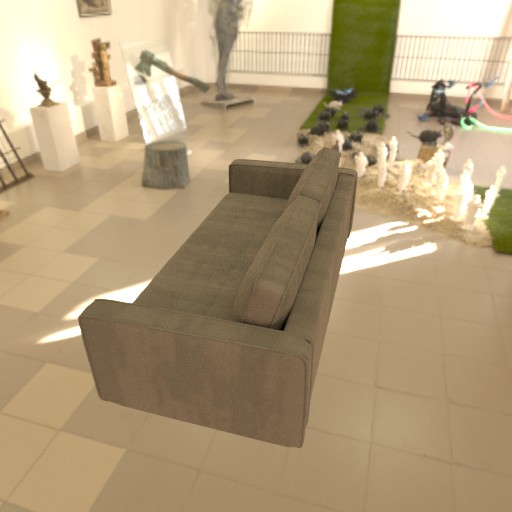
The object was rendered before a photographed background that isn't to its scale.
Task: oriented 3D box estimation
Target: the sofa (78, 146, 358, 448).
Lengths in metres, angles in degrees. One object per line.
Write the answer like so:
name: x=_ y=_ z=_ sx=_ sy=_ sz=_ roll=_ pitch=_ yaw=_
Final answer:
sofa: x=0.000 y=0.000 z=2.472 sx=0.924 sy=0.825 sz=1.920 roll=8 pitch=32 yaw=14
